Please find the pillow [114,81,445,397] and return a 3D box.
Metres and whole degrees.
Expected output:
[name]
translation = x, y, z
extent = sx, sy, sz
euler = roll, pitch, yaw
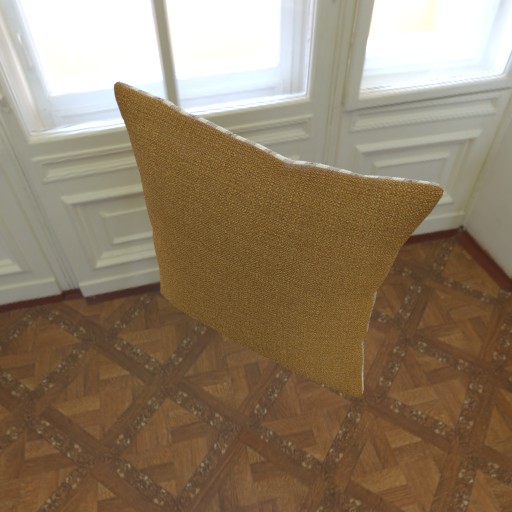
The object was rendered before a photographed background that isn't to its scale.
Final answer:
[pillow]
translation = 0.000, 0.000, 0.659
extent = 0.432, 0.437, 0.147
euler = 23, 50, 21
